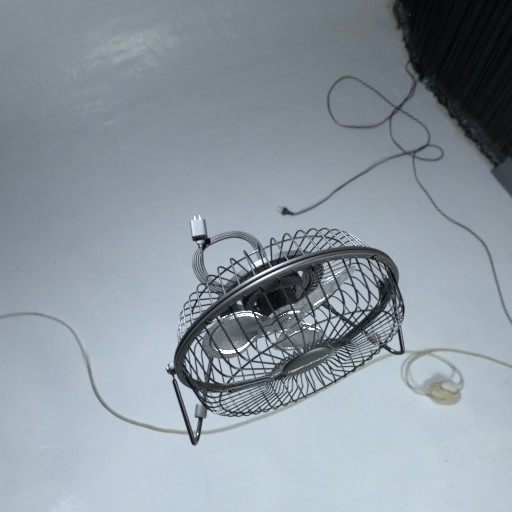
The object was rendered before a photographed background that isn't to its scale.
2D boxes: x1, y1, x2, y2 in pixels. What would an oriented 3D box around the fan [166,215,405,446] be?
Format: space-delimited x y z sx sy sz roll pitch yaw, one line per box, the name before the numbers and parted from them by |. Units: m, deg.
fan | 0.000 0.000 0.374 0.209 0.188 0.227 -20 64 -10
